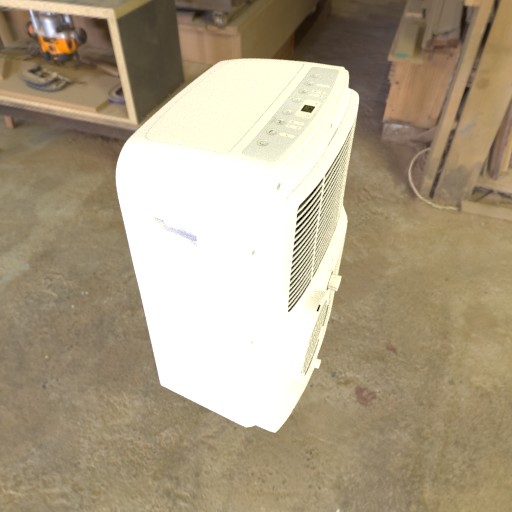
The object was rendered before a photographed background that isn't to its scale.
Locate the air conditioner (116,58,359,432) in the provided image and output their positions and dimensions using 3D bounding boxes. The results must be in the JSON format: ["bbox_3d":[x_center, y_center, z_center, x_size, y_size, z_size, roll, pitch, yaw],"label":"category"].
[{"bbox_3d":[0.000,0.000,0.935,0.365,0.700,0.454,17,48,16],"label":"air conditioner"}]
